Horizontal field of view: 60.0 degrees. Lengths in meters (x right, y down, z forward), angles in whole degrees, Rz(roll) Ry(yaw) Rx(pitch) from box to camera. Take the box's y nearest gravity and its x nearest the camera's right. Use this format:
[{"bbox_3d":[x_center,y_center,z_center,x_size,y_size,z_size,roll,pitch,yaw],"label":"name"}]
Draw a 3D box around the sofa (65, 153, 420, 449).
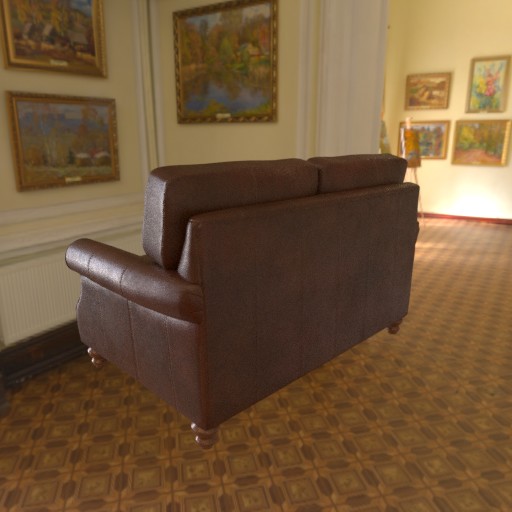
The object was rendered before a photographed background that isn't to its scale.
[{"bbox_3d":[0.000,0.000,2.194,1.616,0.976,0.990,-15,21,-43],"label":"sofa"}]
